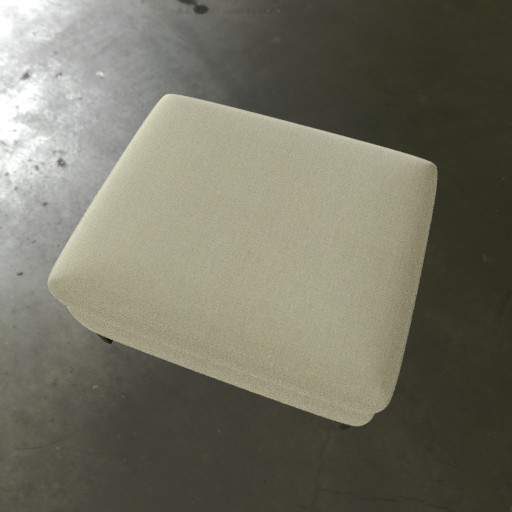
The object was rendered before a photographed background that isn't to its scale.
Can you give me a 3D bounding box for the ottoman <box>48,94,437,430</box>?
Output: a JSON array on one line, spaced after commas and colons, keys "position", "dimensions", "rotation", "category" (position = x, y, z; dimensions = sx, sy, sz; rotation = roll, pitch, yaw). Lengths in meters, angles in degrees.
[{"position": [0.000, 0.000, 1.203], "dimensions": [0.794, 0.453, 0.657], "rotation": [17, 64, 9], "category": "ottoman"}]
